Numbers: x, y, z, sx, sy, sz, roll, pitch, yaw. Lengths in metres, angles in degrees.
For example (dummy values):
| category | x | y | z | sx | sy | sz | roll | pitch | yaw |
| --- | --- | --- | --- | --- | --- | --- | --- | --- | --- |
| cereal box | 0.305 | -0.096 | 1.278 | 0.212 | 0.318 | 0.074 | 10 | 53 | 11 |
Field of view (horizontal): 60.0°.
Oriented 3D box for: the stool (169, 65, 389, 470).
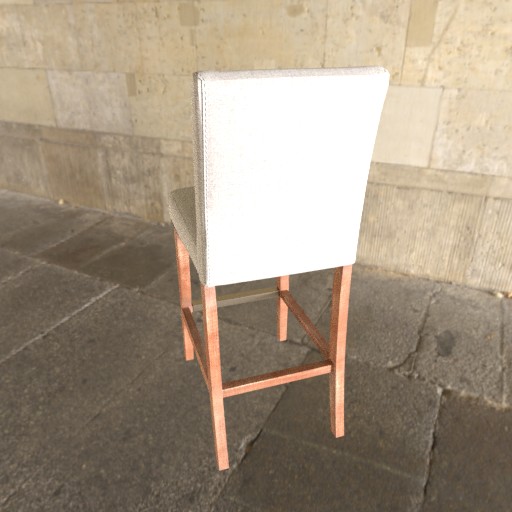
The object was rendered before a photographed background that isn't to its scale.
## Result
| category | x | y | z | sx | sy | sz | roll | pitch | yaw |
| --- | --- | --- | --- | --- | --- | --- | --- | --- | --- |
| stool | 0.000 | 0.000 | 1.348 | 0.439 | 1.088 | 0.570 | -8 | 28 | -16 |
